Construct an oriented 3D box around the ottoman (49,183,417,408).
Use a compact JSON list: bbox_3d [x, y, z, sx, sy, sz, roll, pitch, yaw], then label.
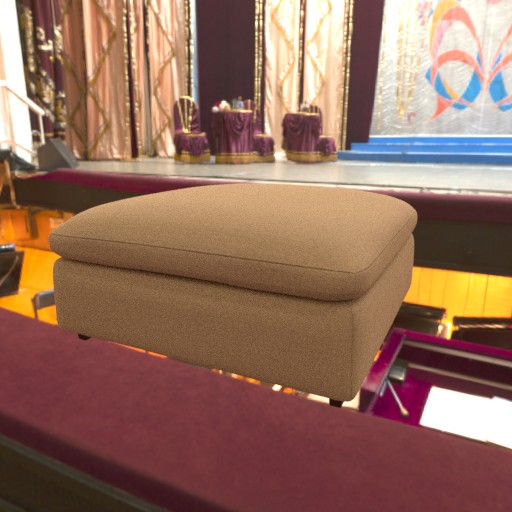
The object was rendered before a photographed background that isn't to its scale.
[{"bbox_3d":[0.000,0.000,1.563,0.977,0.467,0.996,7,16,25],"label":"ottoman"}]
